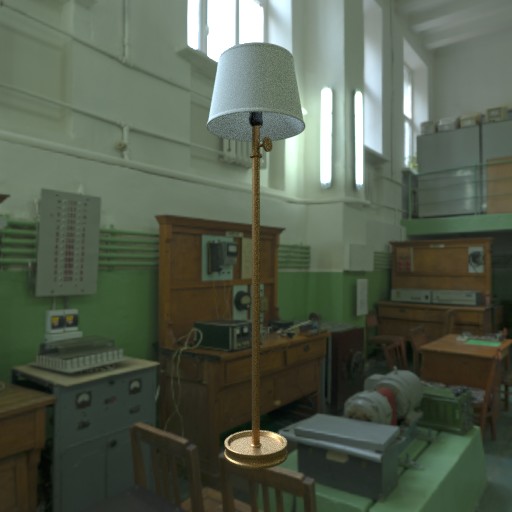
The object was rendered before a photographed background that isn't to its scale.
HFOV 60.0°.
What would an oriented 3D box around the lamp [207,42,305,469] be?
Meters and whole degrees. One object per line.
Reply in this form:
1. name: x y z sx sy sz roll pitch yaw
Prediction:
1. lamp: 0.000 0.000 0.799 0.178 0.710 0.178 0 -1 0
